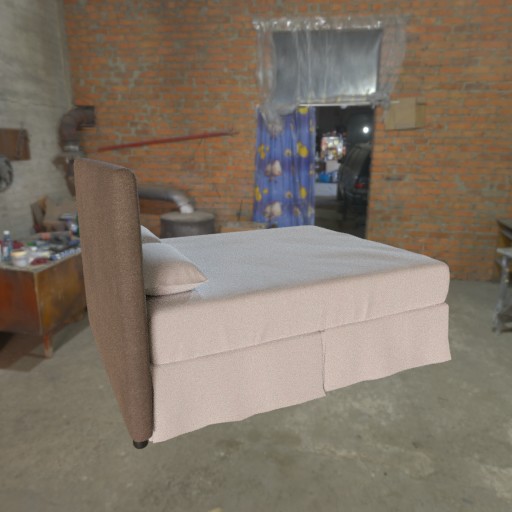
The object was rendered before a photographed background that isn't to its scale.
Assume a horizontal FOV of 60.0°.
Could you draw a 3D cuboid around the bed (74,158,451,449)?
[{"bbox_3d":[0.000,0.000,3.078,2.142,1.330,1.723,-7,16,-26],"label":"bed"}]
